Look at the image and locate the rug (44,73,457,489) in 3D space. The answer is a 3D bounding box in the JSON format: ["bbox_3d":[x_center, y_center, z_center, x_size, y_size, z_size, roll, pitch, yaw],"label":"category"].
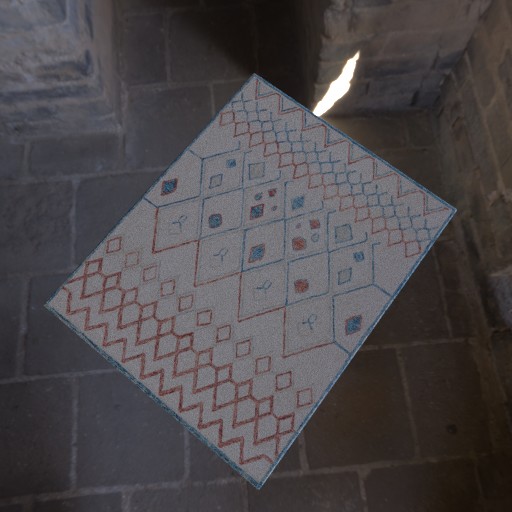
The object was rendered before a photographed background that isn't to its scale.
[{"bbox_3d":[0.000,0.000,4.074,2.441,0.016,3.050,37,78,9],"label":"rug"}]
